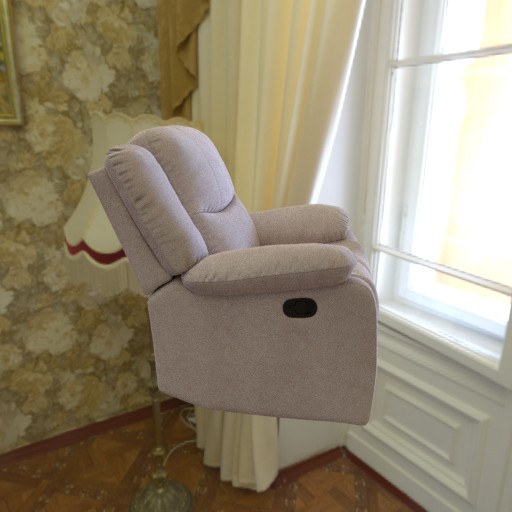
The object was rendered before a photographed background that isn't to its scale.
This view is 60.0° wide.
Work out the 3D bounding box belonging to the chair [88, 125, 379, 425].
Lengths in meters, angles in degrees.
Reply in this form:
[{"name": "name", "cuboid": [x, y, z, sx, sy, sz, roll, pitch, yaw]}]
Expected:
[{"name": "chair", "cuboid": [0.000, 0.000, 1.782, 0.944, 1.008, 0.899, 3, 17, 9]}]
